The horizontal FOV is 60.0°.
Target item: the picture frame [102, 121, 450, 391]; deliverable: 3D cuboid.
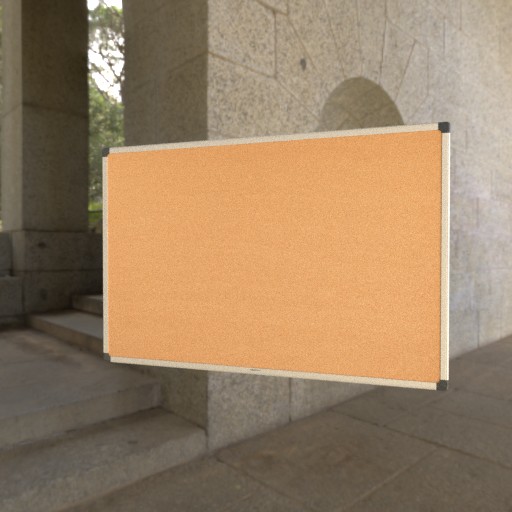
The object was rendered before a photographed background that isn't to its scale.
[{"bbox_3d":[0.000,0.000,1.118,0.900,0.600,0.010,0,1,17],"label":"picture frame"}]
